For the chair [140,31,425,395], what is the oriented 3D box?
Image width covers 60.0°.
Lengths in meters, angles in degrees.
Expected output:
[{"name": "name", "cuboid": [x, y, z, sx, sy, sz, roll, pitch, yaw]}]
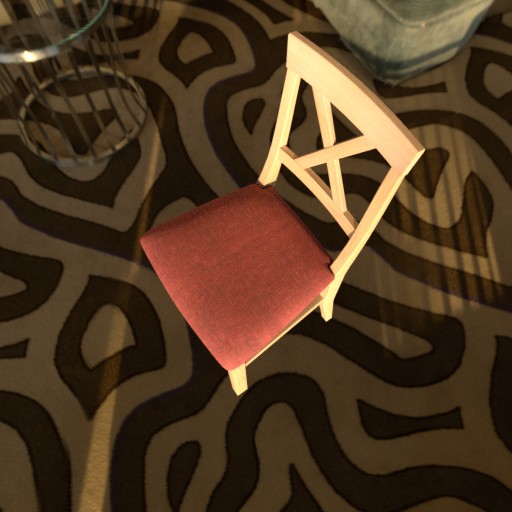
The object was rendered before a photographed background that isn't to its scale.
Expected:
[{"name": "chair", "cuboid": [0.000, 0.000, 1.180, 0.492, 0.912, 0.439, -32, 68, -15]}]
